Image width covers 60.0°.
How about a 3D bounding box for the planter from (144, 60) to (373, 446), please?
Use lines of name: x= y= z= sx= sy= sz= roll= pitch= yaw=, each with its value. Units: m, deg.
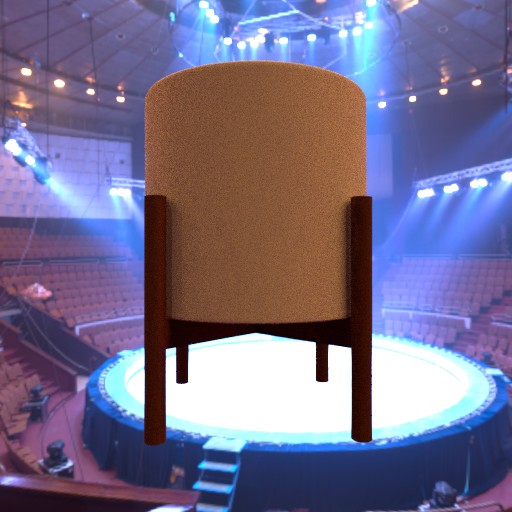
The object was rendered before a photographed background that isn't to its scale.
planter: x=0.000 y=0.000 z=0.862 sx=0.421 sy=0.581 sz=0.420 roll=0 pitch=0 yaw=1
